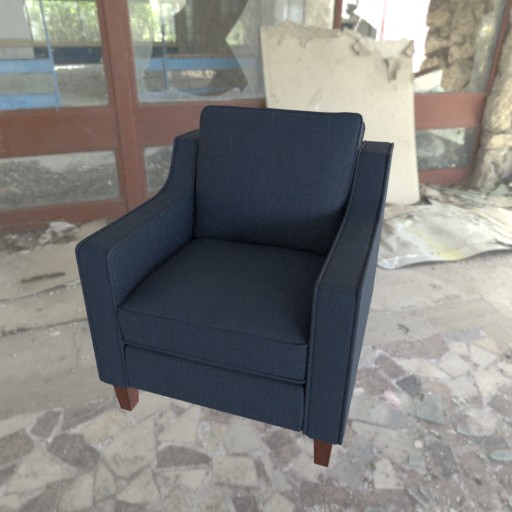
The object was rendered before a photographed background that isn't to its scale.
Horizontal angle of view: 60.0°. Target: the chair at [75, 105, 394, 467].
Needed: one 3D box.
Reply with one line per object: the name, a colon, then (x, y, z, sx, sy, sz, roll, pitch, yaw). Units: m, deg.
chair: (0.000, 0.000, 1.611, 0.831, 0.960, 0.909, 9, 28, 17)
